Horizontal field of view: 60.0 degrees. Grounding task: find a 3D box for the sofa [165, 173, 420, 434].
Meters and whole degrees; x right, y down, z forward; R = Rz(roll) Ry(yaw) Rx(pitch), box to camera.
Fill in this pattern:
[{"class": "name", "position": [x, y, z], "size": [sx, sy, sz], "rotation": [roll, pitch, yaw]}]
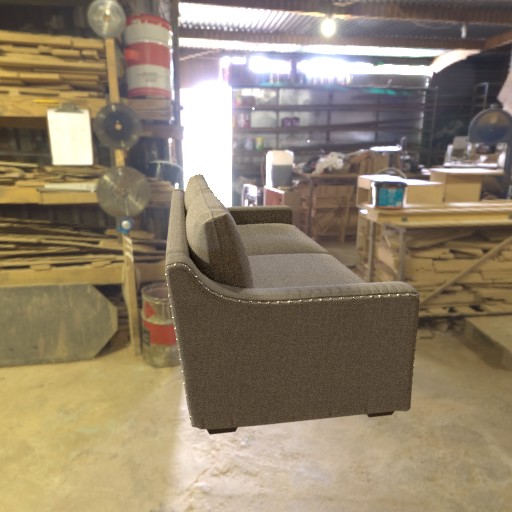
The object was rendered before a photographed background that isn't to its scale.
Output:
[{"class": "sofa", "position": [0.000, 0.000, 2.698], "size": [1.000, 0.857, 2.208], "rotation": [-3, 16, -9]}]
